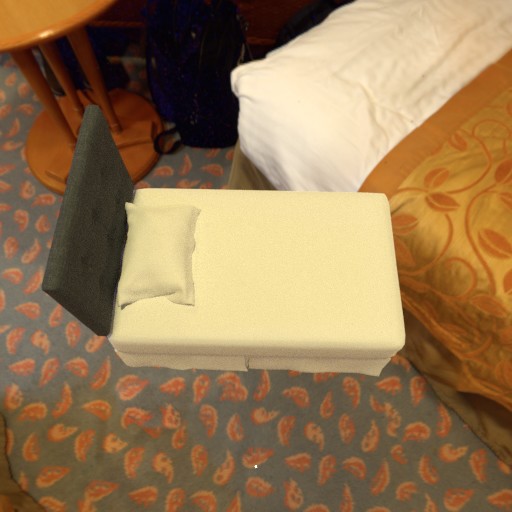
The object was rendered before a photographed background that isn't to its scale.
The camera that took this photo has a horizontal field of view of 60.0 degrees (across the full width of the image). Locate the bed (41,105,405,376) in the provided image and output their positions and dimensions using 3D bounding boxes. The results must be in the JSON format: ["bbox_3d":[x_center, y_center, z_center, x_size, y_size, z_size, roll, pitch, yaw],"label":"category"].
[{"bbox_3d":[0.000,0.000,2.975,1.997,1.571,1.261,1,65,1],"label":"bed"}]
